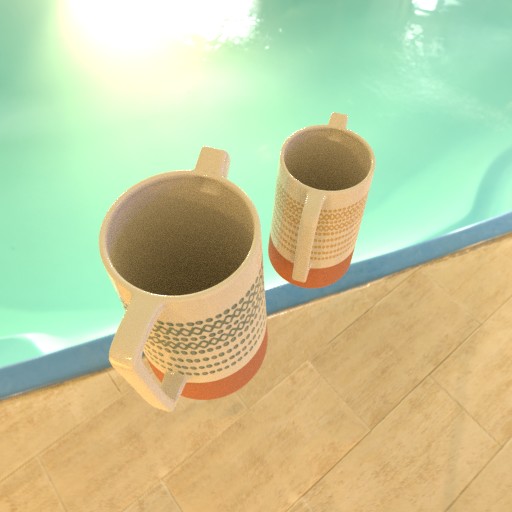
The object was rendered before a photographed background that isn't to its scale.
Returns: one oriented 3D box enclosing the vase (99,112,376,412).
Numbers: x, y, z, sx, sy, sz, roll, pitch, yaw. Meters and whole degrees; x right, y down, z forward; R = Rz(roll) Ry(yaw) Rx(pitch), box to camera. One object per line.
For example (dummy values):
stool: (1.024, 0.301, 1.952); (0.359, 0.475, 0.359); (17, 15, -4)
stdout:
vase: (0.000, 0.000, 0.461); (0.326, 0.247, 0.168); (-29, 62, -17)
